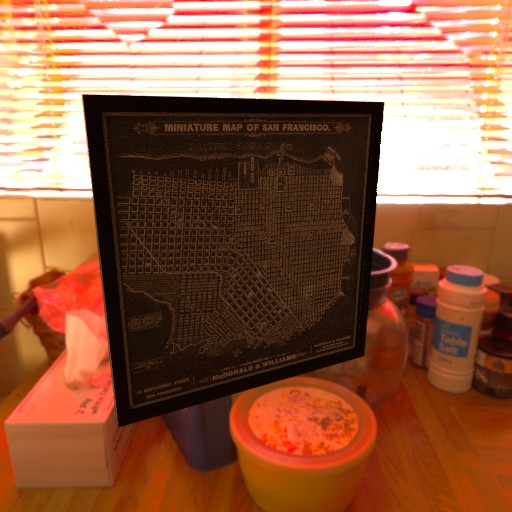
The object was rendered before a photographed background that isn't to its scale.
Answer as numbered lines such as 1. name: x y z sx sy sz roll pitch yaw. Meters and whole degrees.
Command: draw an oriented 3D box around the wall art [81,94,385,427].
1. wall art: 0.000 0.000 0.684 0.457 0.458 0.012 -8 19 -26
